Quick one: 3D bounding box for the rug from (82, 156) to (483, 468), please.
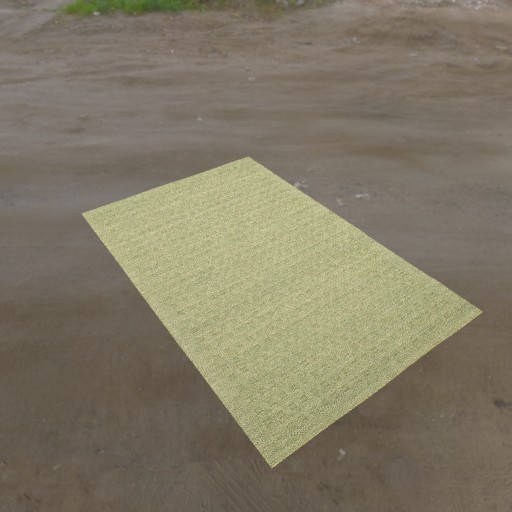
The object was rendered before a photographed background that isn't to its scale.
[{"bbox_3d":[0.000,0.000,2.189,1.143,0.006,1.747,-25,46,-27],"label":"rug"}]
